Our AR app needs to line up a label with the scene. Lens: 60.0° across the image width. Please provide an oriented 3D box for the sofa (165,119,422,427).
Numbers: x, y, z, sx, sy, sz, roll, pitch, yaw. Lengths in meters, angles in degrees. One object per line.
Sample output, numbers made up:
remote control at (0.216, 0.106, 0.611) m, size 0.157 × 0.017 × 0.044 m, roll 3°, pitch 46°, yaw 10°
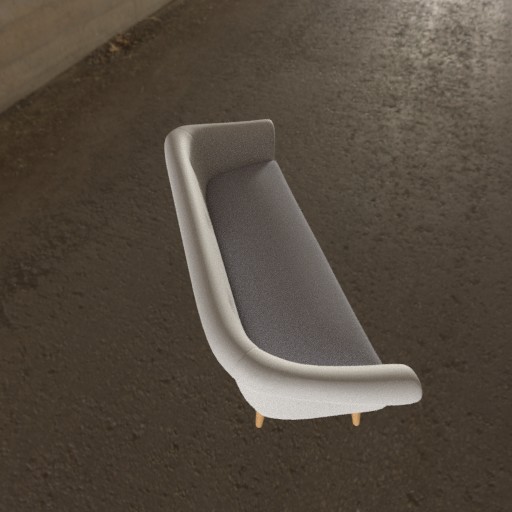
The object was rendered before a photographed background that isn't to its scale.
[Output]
sofa at (0.000, 0.000, 2.501) m, size 0.827 × 0.795 × 2.160 m, roll -11°, pitch 47°, yaw -10°
